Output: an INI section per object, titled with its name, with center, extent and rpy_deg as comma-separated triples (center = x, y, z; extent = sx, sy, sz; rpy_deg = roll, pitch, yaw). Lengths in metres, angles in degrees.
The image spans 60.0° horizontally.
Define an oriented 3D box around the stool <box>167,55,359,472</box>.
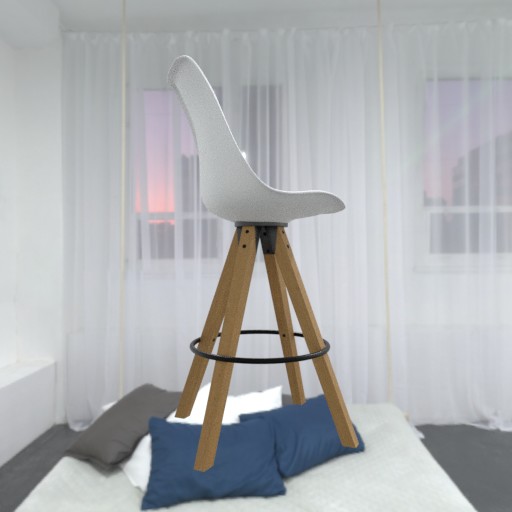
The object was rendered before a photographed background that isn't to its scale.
[stool]
center = 0.000, 0.000, 1.408
extent = 0.549, 1.115, 0.482
rpy_deg = 0, 1, -18
